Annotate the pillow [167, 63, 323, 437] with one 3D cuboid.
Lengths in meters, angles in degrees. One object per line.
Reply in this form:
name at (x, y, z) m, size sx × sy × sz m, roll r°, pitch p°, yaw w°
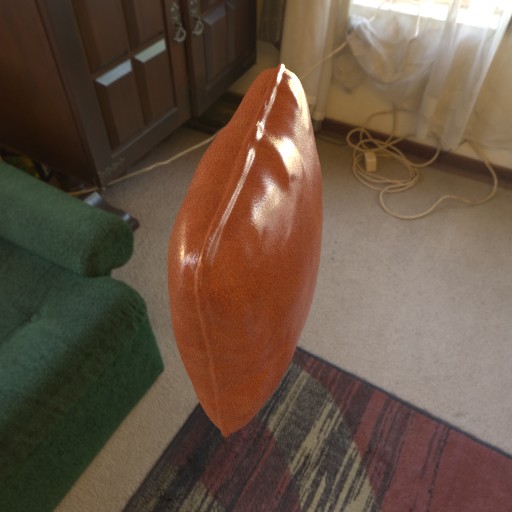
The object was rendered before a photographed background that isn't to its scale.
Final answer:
pillow at (0.000, 0.000, 0.827) m, size 0.236 × 0.523 × 0.532 m, roll 9°, pitch 49°, yaw 8°
